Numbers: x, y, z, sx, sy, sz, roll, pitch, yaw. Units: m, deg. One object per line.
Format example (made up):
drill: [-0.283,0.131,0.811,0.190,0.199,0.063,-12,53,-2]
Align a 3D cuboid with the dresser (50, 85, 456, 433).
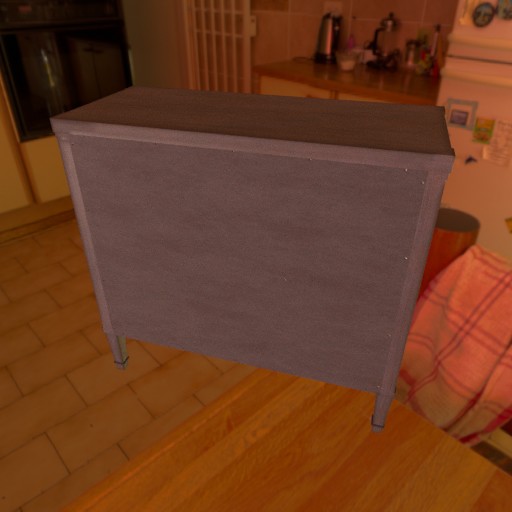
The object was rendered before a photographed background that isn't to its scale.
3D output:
dresser: [0.000,0.000,1.543,1.049,0.986,0.463,9,33,14]
